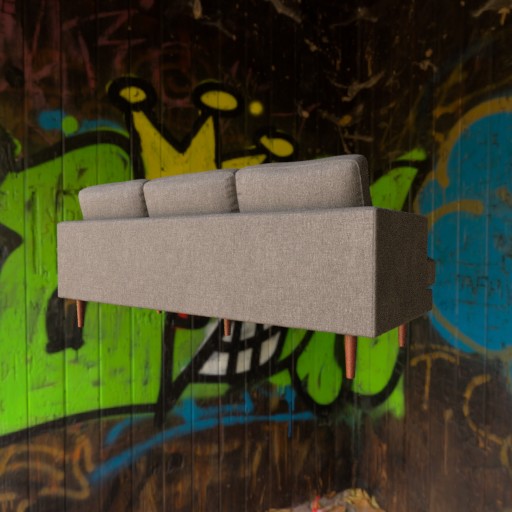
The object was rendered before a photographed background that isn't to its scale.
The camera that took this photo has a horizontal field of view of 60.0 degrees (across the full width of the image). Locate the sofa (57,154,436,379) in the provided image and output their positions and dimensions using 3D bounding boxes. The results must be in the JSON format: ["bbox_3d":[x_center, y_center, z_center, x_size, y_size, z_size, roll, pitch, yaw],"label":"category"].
[{"bbox_3d":[0.000,0.000,2.949,2.233,0.956,1.504,1,2,35],"label":"sofa"}]
